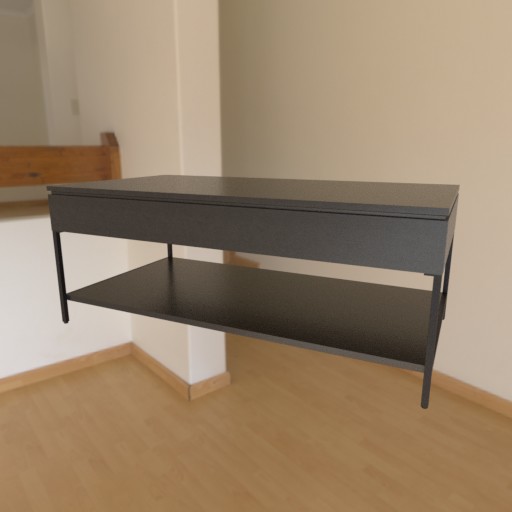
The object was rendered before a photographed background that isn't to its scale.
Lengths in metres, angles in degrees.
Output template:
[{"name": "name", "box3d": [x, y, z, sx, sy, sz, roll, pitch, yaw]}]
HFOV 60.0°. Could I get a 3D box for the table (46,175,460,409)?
[{"name": "table", "box3d": [0.000, 0.000, 1.377, 1.095, 0.435, 0.574, 7, 16, 25]}]
